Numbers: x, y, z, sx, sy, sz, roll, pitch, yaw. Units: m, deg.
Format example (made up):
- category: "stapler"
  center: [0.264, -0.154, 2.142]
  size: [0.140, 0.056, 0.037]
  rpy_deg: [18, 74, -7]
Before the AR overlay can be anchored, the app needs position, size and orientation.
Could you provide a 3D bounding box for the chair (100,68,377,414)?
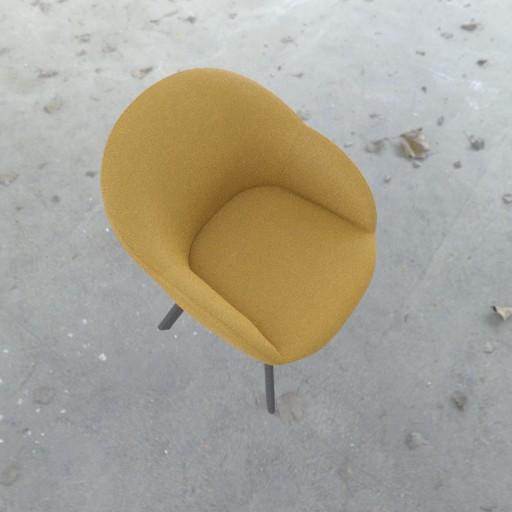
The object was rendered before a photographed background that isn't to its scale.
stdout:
- category: "chair"
  center: [0.000, 0.000, 1.183]
  size: [0.583, 0.793, 0.551]
  rpy_deg: [32, 64, 18]
